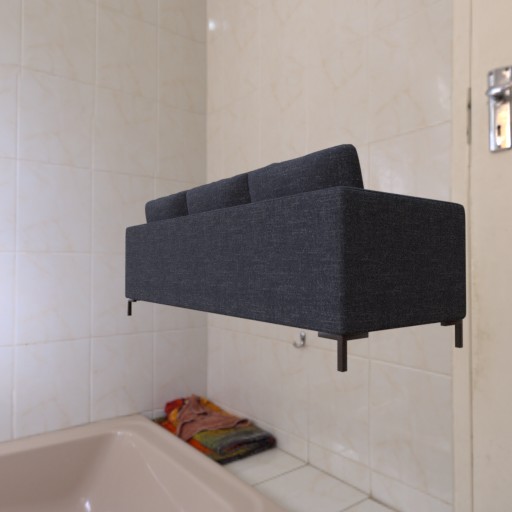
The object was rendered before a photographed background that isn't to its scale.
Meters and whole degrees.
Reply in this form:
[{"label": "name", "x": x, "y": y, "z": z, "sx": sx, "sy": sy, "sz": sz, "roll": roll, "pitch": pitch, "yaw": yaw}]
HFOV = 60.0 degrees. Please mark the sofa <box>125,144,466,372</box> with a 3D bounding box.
[{"label": "sofa", "x": 0.000, "y": 0.000, "z": 2.709, "sx": 0.859, "sy": 0.874, "sz": 2.218, "roll": 1, "pitch": -1, "yaw": -36}]
